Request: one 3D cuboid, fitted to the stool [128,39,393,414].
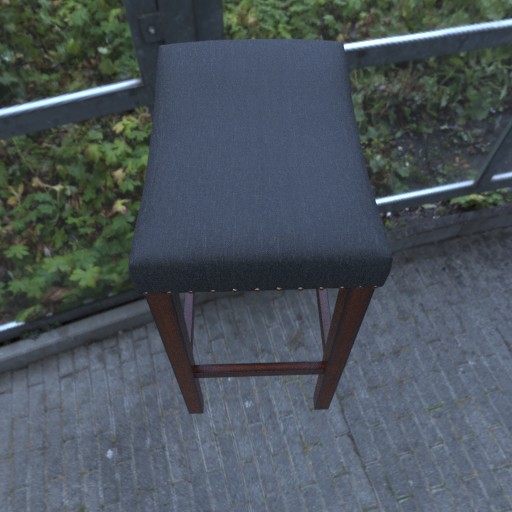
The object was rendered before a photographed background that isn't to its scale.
[{"bbox_3d":[0.000,0.000,0.983,0.366,0.748,0.502,-2,58,-1],"label":"stool"}]
